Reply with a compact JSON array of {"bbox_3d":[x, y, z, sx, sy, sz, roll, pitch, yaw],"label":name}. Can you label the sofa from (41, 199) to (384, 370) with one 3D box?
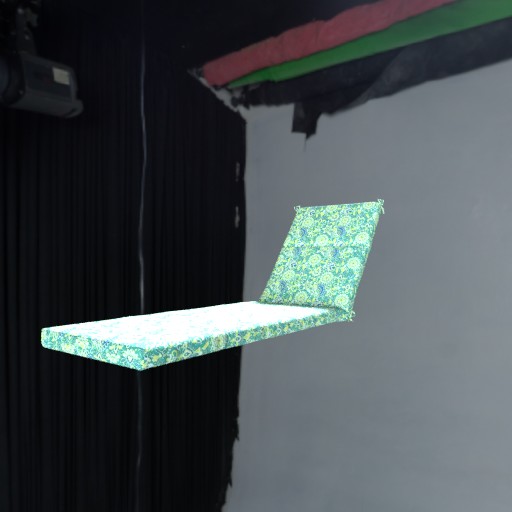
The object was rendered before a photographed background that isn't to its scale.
[{"bbox_3d":[0.000,0.000,1.950,0.582,0.622,1.663,0,0,37],"label":"sofa"}]
